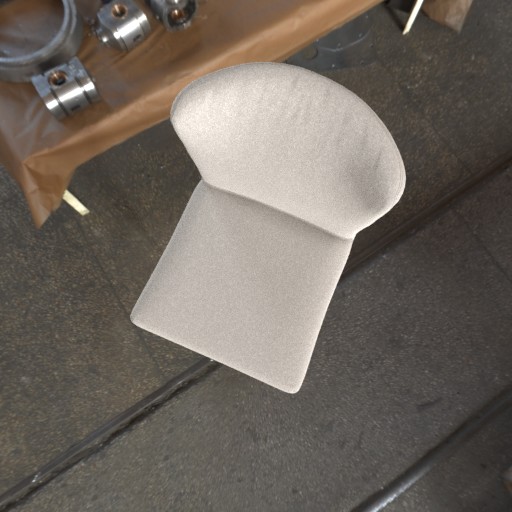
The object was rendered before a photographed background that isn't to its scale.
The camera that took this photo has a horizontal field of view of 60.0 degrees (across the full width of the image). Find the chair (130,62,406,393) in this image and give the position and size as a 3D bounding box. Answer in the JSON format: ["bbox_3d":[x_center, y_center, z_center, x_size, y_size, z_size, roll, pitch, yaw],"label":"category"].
[{"bbox_3d":[0.000,0.000,1.197,0.491,0.839,0.592,22,78,5],"label":"chair"}]
